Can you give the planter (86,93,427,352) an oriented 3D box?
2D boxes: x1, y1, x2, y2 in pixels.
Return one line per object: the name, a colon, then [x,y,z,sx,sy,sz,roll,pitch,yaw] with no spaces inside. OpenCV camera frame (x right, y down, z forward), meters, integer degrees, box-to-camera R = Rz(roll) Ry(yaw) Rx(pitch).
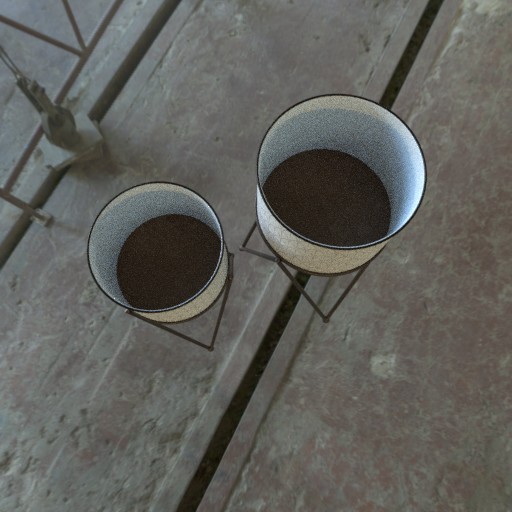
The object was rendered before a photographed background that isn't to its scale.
planter: [0.000,0.000,1.181,0.769,0.712,0.413,-18,76,-5]
